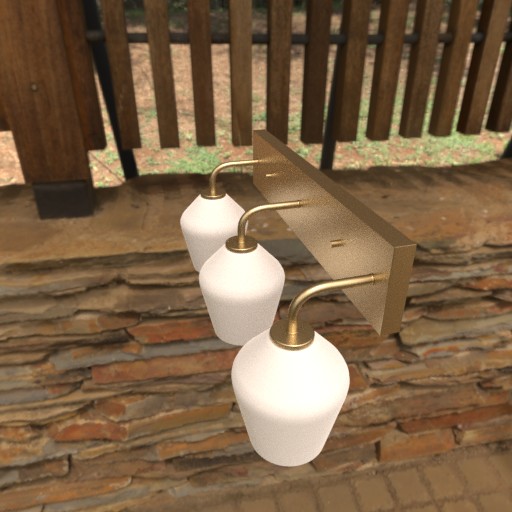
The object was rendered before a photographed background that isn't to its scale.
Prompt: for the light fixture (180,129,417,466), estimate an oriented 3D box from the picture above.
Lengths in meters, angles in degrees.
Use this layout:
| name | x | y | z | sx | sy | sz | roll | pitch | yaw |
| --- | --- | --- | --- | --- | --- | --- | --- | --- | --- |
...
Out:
| name | x | y | z | sx | sy | sz | roll | pitch | yaw |
| --- | --- | --- | --- | --- | --- | --- | --- | --- | --- |
| light fixture | 0.000 | 0.000 | 0.722 | 0.190 | 0.280 | 0.609 | -8 | 30 | -14 |
